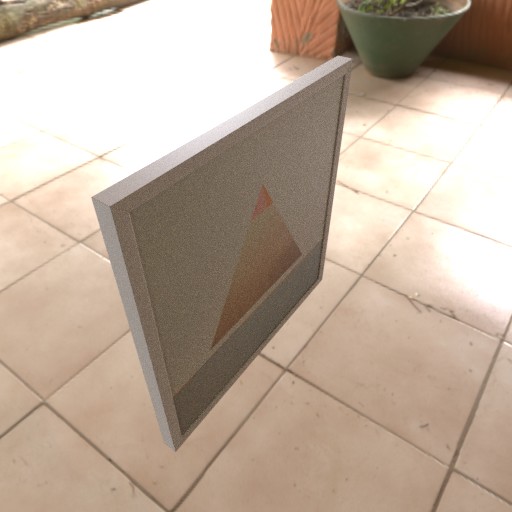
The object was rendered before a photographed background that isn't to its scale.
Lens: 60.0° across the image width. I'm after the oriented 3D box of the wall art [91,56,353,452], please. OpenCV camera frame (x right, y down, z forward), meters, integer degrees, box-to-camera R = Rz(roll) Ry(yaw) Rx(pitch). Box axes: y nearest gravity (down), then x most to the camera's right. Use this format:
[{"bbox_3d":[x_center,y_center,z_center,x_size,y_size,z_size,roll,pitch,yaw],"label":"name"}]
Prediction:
[{"bbox_3d":[0.000,0.000,1.121,0.041,0.765,0.768,25,48,26],"label":"wall art"}]
